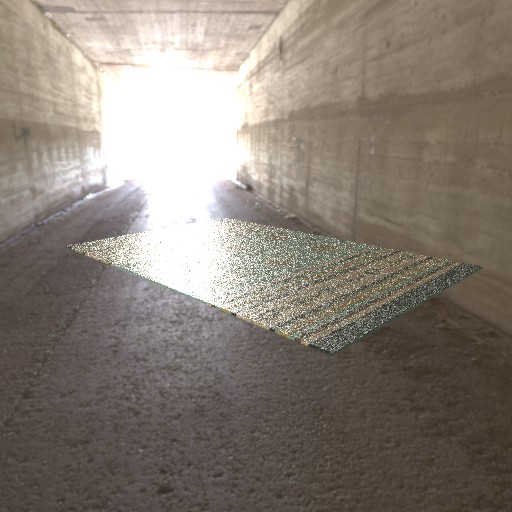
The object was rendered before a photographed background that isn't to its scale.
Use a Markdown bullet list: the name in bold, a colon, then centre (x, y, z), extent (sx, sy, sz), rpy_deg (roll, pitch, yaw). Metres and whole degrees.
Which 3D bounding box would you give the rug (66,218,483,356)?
- **rug**: centre (0.000, 0.000, 2.291), extent (1.811, 0.010, 1.212), rpy_deg (15, 21, 43)
